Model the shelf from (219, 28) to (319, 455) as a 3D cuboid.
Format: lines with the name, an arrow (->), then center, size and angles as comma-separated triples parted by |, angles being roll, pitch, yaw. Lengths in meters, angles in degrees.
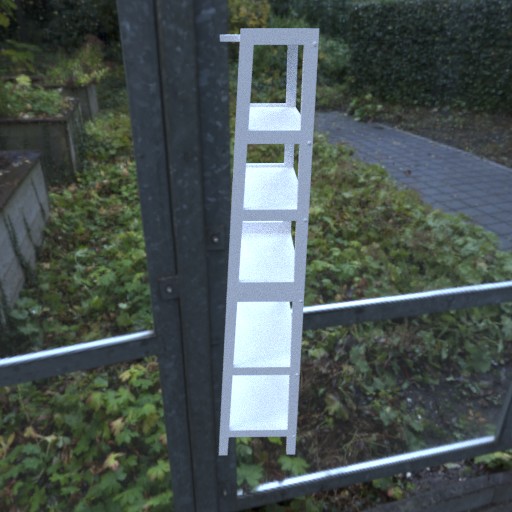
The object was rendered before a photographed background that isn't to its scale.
shelf -> 0.000, 0.000, 2.080 | 0.381, 1.892, 0.660 | 0, 27, -1
